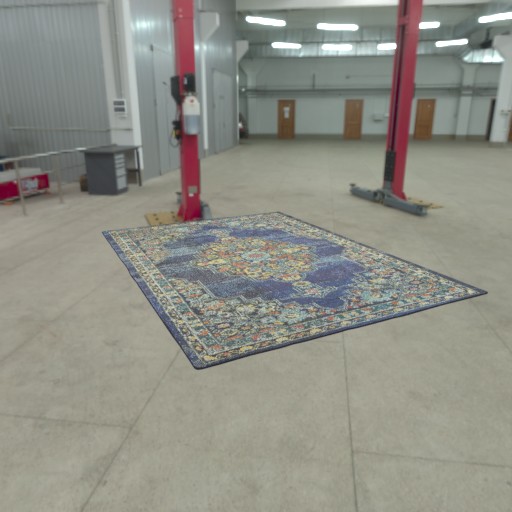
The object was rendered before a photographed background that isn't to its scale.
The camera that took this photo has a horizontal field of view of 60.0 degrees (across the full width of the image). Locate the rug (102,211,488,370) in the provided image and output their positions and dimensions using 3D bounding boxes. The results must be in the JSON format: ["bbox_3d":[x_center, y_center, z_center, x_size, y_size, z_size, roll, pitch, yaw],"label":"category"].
[{"bbox_3d":[0.000,0.000,2.923,1.630,0.009,2.232,-9,20,-25],"label":"rug"}]
